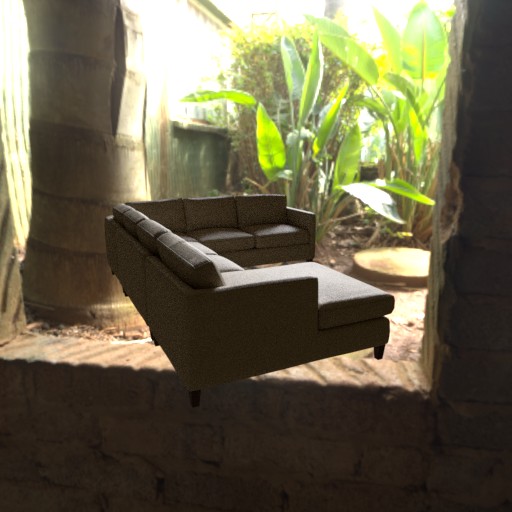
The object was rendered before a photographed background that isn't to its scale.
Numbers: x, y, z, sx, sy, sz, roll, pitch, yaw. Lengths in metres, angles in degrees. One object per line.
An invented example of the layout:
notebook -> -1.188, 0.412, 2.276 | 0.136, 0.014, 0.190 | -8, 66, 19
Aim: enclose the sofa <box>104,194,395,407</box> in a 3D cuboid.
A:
sofa -> 0.000, 0.000, 4.629 | 2.593, 0.959, 3.460 | -6, 15, -25
